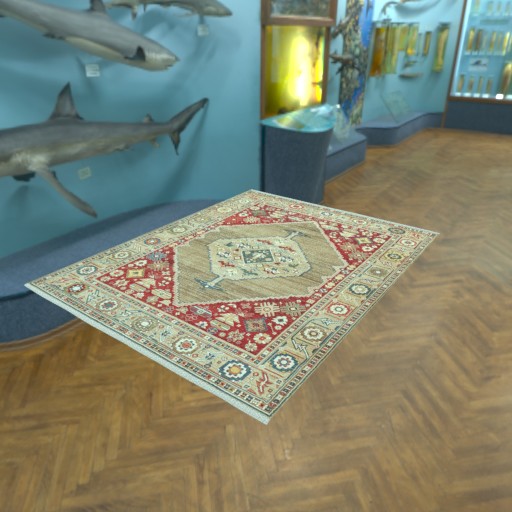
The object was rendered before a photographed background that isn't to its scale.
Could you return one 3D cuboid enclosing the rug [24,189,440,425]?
[{"bbox_3d":[0.000,0.000,4.117,2.451,0.008,3.143,18,32,32],"label":"rug"}]
